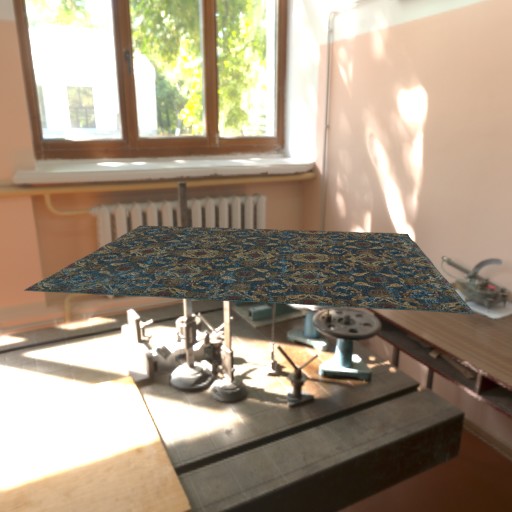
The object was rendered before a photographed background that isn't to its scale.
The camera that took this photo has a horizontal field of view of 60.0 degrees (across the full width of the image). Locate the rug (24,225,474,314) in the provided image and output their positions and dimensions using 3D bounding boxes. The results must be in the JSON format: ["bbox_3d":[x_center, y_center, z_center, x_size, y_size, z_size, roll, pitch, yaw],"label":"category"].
[{"bbox_3d":[0.000,0.000,4.308,3.291,0.013,2.337,2,16,7],"label":"rug"}]
